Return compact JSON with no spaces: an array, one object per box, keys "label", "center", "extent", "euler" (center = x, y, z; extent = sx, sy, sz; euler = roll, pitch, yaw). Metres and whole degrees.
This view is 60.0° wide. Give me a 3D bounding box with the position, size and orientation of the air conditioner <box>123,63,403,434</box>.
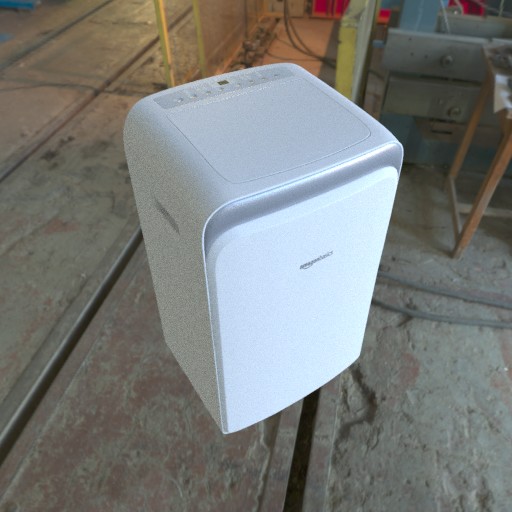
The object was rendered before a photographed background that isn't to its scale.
[{"label":"air conditioner","center":[0.000,0.000,1.080],"extent":[0.478,0.765,0.467],"euler":[-23,50,-22]}]
